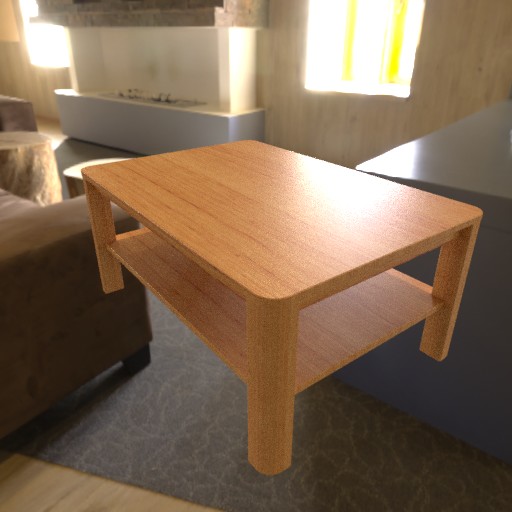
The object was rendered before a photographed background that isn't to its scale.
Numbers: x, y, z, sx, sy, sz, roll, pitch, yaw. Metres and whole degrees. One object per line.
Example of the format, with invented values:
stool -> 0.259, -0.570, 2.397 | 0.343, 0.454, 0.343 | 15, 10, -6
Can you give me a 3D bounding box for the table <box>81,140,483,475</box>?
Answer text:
table -> 0.000, 0.000, 1.364 | 0.696, 0.445, 0.997 | -19, 33, -32
